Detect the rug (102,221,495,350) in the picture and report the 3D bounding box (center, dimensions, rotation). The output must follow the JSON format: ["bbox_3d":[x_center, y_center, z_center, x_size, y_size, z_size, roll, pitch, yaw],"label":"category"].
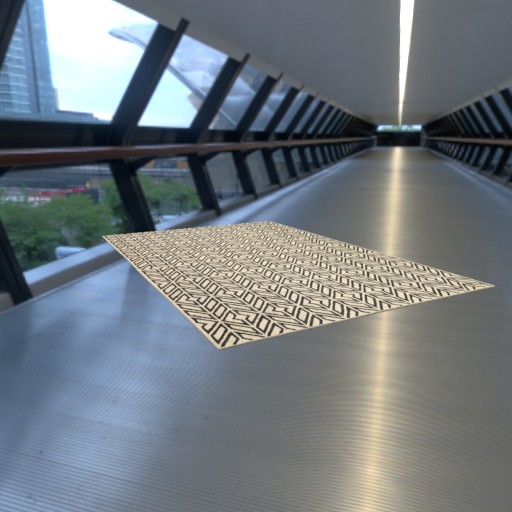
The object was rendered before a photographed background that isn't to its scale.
[{"bbox_3d":[0.000,0.000,2.297,1.220,0.007,1.828,-7,16,-27],"label":"rug"}]
